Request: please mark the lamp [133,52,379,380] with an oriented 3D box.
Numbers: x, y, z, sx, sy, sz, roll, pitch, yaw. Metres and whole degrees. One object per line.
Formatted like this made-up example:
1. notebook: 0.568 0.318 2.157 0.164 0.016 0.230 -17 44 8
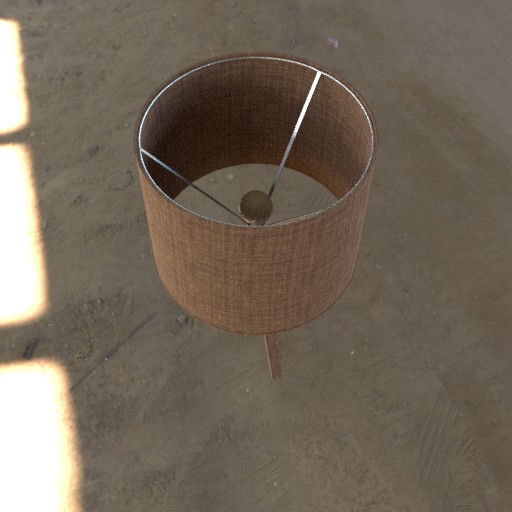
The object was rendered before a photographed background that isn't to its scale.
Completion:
1. lamp: 0.000 0.000 0.673 0.290 0.514 0.290 0 59 0
